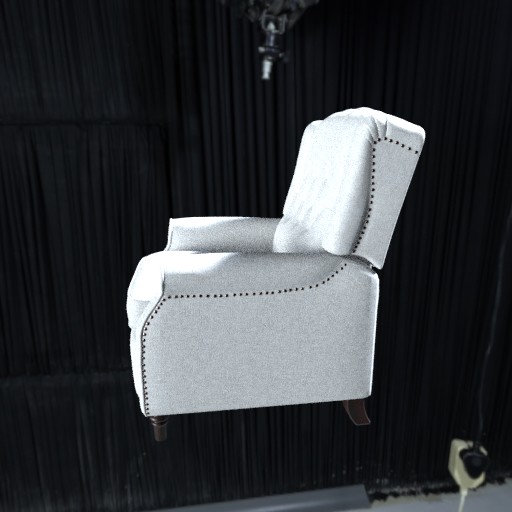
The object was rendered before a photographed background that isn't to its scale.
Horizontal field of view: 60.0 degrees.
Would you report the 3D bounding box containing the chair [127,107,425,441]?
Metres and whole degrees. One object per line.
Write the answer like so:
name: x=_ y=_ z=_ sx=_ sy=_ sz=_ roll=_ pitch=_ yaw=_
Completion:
chair: x=0.000 y=0.000 z=1.634 sx=0.902 sy=1.035 sz=0.742 roll=-2 pitch=15 yaw=-8
